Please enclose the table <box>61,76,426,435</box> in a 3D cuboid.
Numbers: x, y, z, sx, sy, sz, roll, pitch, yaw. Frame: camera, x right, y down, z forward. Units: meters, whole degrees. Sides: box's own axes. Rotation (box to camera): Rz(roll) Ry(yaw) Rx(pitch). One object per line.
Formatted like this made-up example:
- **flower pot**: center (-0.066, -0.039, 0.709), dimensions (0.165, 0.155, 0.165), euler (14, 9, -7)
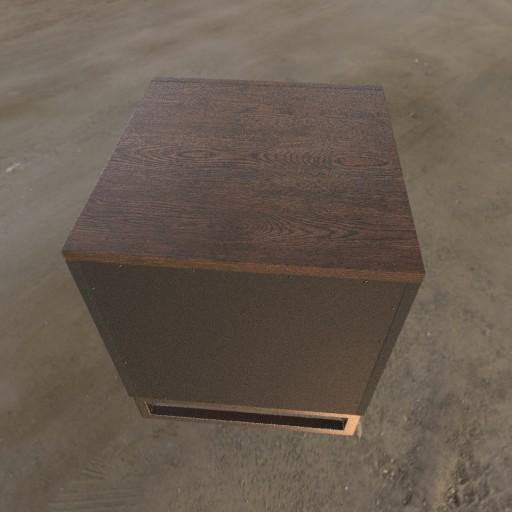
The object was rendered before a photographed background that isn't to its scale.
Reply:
- **table**: center (0.000, 0.000, 1.013), dimensions (0.506, 0.582, 0.566), euler (4, 47, 3)
